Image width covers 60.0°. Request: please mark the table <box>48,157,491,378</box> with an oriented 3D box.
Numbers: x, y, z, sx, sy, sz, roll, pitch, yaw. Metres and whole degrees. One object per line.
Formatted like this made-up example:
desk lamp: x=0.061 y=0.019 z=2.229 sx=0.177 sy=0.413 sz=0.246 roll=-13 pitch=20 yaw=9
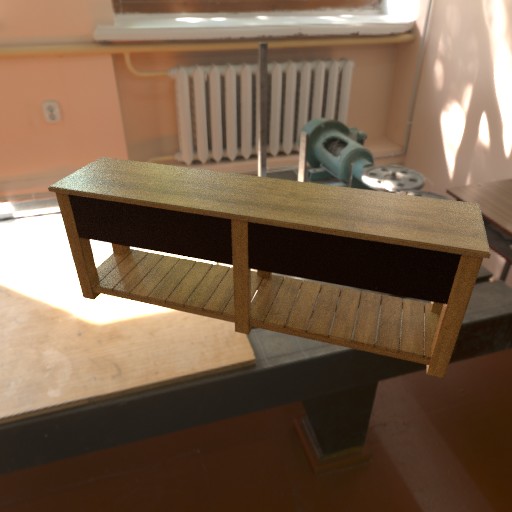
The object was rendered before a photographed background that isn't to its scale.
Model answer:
table: x=0.000 y=0.000 z=2.081 sx=1.815 sy=0.635 sz=0.425 roll=10 pitch=34 yaw=15
